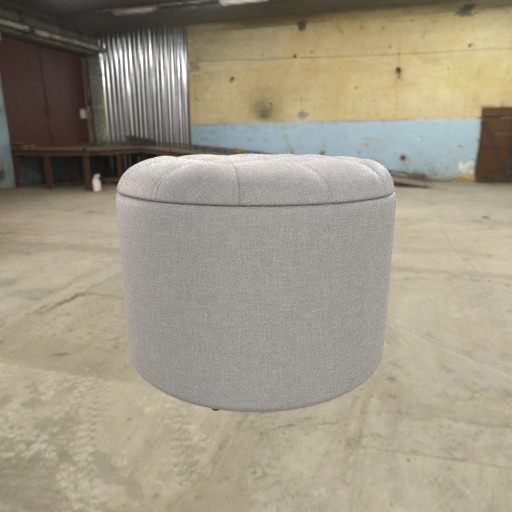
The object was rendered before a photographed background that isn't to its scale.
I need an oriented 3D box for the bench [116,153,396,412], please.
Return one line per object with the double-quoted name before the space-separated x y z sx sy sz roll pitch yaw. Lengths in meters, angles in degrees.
"bench" 0.000 0.000 1.027 0.600 0.453 0.600 0 15 0
